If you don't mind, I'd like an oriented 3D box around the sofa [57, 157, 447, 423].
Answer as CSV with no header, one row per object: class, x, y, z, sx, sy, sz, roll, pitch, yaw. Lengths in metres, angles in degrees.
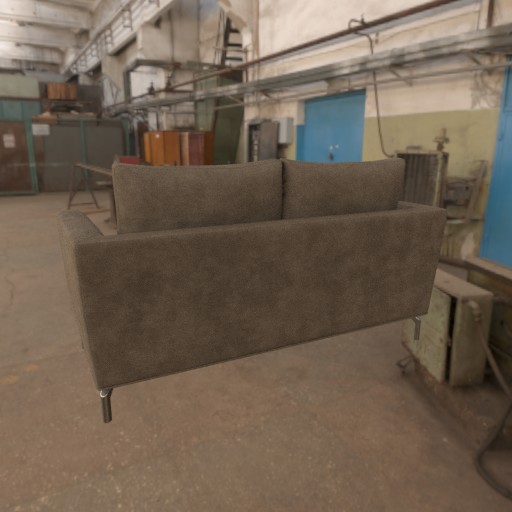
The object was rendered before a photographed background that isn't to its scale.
sofa,0.000,0.000,2.324,1.832,1.013,0.855,-7,16,-26
